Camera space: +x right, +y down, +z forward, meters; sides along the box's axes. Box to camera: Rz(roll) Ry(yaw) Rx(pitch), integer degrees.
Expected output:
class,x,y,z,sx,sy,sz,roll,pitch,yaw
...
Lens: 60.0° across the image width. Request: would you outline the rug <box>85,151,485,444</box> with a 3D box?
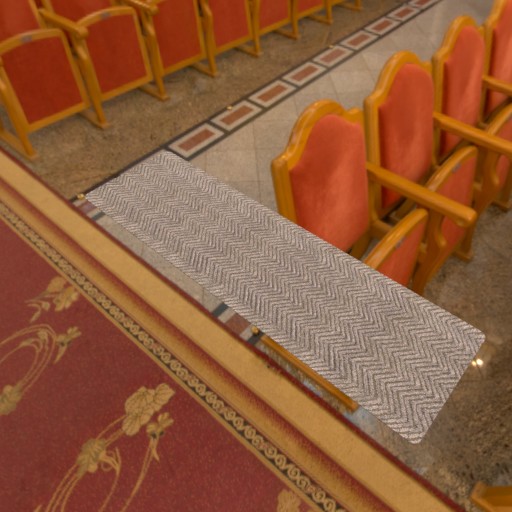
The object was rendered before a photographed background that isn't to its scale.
class,x,y,z,sx,sy,sz,roll,pitch,yaw
rug,0.000,0.000,2.416,2.286,0.008,0.686,33,55,27
